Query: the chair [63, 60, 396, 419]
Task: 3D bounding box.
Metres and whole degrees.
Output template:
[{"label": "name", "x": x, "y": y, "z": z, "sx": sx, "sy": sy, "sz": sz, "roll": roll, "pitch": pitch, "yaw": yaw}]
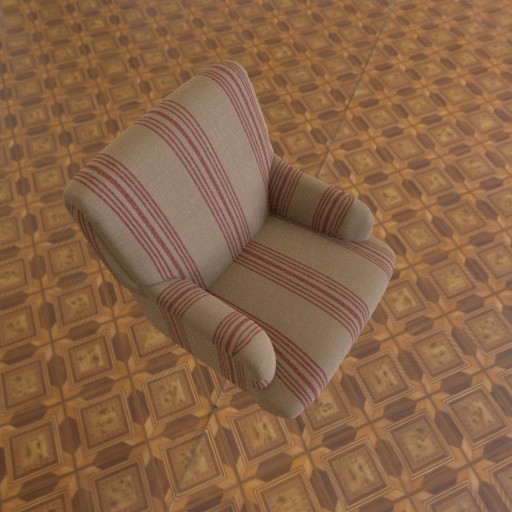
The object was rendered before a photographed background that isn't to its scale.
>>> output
[{"label": "chair", "x": 0.000, "y": 0.000, "z": 1.899, "sx": 1.058, "sy": 1.123, "sz": 0.933, "roll": 31, "pitch": 63, "yaw": 18}]
